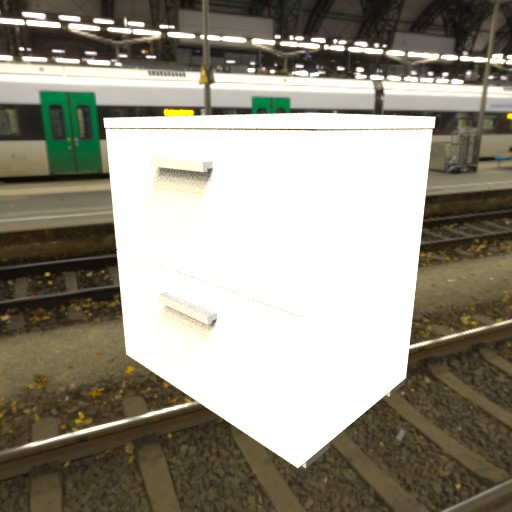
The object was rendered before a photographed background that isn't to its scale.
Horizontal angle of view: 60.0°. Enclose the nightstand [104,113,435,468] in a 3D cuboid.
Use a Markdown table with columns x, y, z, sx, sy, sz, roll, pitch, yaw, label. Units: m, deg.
| x | y | z | sx | sy | sz | roll | pitch | yaw | label |
| --- | --- | --- | --- | --- | --- | --- | --- | --- | --- |
| 0.000 | 0.000 | 0.772 | 0.441 | 0.460 | 0.325 | 15 | 22 | 42 | nightstand |
